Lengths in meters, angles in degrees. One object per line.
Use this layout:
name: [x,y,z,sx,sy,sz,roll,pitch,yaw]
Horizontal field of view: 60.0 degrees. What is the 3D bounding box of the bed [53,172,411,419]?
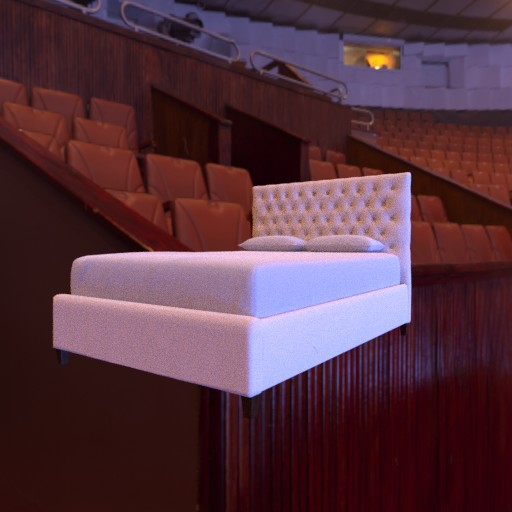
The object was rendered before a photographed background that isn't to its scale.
bed: [0.000,0.000,3.441,1.698,1.427,2.387,1,2,36]
